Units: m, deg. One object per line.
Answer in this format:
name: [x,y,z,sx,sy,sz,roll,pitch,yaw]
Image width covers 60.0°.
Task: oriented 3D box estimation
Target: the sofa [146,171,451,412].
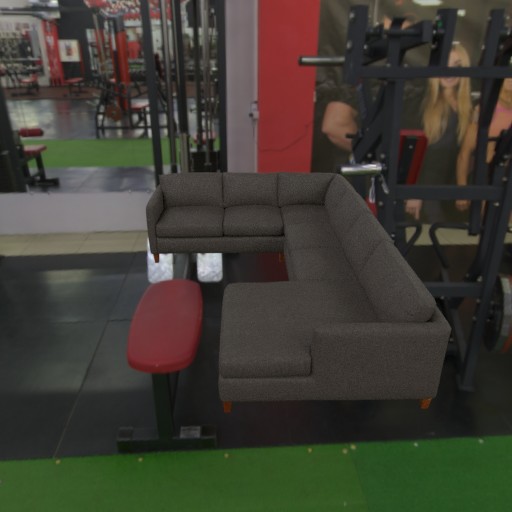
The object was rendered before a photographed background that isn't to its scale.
sofa: [0.000,0.000,4.580,2.594,0.961,3.460,-1,26,-1]
